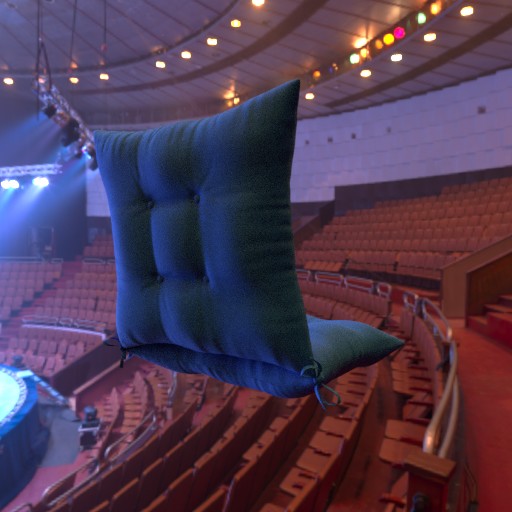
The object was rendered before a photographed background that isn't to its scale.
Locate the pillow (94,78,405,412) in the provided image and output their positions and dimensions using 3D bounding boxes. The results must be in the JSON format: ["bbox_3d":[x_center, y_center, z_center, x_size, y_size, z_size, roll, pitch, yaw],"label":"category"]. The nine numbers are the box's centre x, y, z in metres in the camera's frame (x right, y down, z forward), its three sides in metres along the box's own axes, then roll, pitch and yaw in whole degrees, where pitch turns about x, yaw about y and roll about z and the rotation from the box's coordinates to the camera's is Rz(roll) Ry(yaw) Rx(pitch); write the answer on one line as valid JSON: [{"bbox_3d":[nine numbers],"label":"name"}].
[{"bbox_3d":[0.000,0.000,1.006,0.541,0.536,0.585,0,-1,35],"label":"pillow"}]
